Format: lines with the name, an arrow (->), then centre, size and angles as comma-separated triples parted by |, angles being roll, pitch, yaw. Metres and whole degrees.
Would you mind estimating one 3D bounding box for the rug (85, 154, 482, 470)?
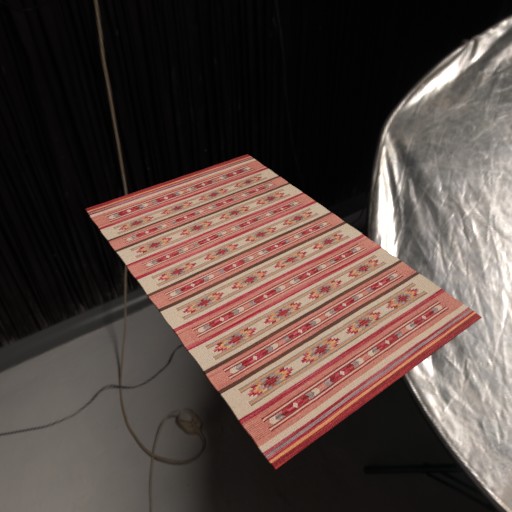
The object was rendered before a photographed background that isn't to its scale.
rug -> 0.000, 0.000, 3.018 | 1.535, 0.010, 2.431 | -25, 47, -26
